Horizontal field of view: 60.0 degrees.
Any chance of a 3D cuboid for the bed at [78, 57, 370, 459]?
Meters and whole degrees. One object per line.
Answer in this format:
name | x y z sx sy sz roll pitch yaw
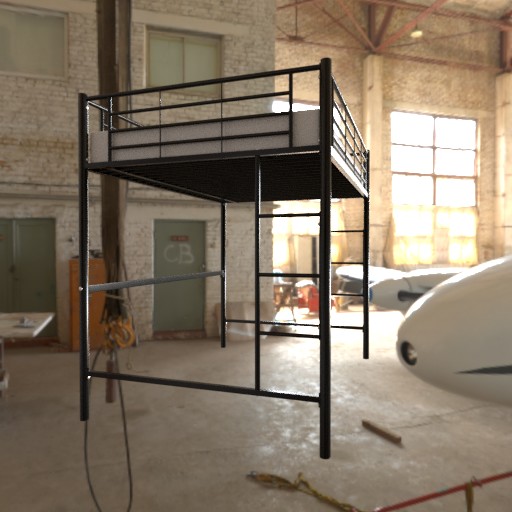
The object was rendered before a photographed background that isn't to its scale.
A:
bed | 0.000 0.000 3.147 1.397 1.803 1.994 0 1 19
